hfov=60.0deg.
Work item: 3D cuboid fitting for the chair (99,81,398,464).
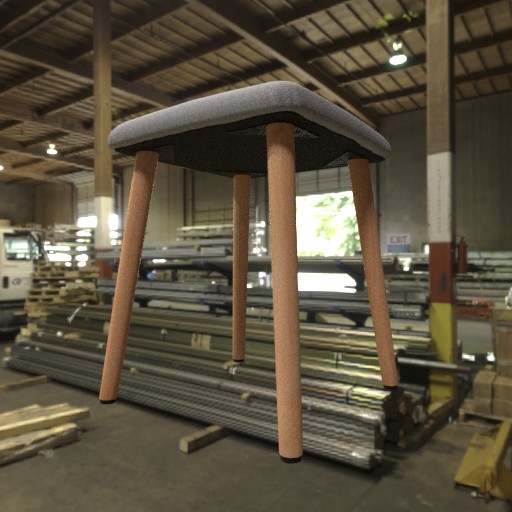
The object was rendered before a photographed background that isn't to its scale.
[{"bbox_3d":[0.000,0.000,0.705,0.350,0.440,0.350,0,0,36],"label":"chair"}]
